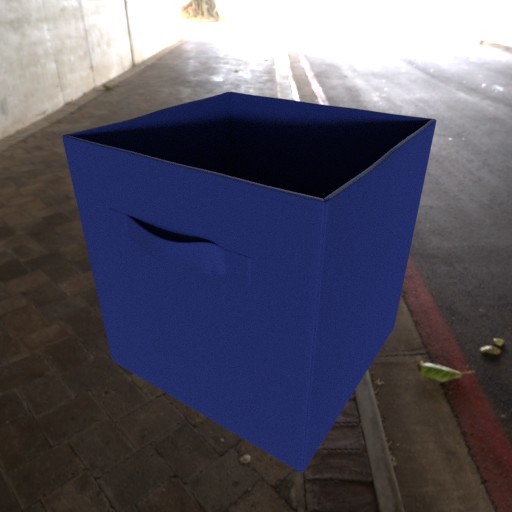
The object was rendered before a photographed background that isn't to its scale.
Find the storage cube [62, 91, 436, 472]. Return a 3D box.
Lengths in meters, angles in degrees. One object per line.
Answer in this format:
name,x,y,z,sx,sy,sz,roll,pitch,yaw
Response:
storage cube,0.000,0.000,0.490,0.270,0.280,0.270,19,36,29
